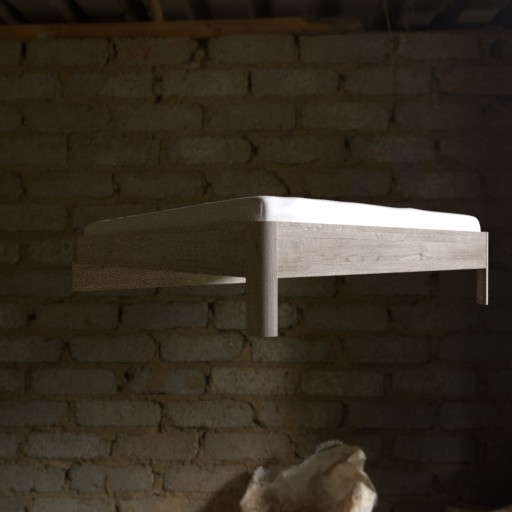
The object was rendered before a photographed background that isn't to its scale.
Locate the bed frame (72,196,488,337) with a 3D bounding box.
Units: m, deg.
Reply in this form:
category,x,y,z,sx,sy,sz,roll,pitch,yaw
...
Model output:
category,x,y,z,sx,sy,sz,roll,pitch,yaw
bed frame,0.000,0.000,2.516,1.490,0.462,1.950,0,1,-37
